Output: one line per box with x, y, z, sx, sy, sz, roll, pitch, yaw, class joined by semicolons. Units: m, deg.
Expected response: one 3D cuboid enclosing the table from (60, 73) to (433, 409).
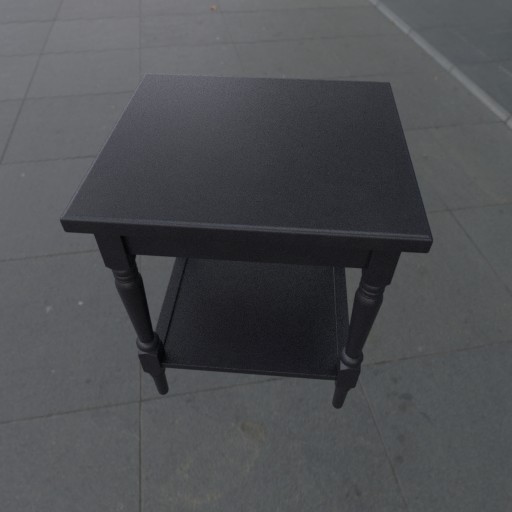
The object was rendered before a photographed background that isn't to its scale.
0.000;0.000;0.927;0.488;0.565;0.442;3;46;3;table
